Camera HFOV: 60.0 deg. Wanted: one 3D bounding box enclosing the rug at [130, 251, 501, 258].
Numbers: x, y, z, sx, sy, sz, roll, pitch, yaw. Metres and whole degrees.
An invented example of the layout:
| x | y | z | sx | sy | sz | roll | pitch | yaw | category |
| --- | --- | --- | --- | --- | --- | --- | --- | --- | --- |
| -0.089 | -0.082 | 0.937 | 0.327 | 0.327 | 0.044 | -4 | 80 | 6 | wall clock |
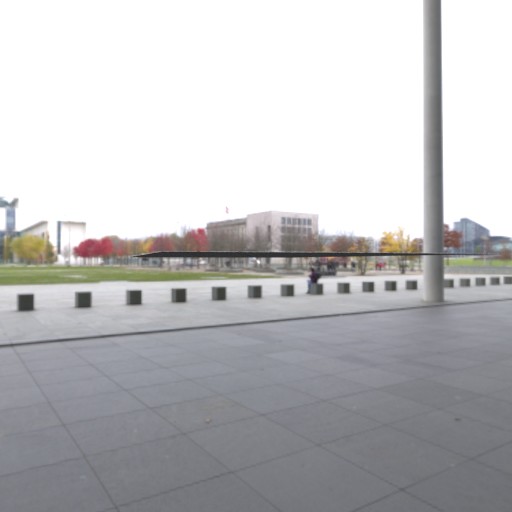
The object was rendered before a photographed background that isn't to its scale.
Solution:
| x | y | z | sx | sy | sz | roll | pitch | yaw | category |
| --- | --- | --- | --- | --- | --- | --- | --- | --- | --- |
| 0.000 | 0.000 | 2.924 | 1.524 | 0.005 | 2.439 | 0 | -1 | -19 | rug |
